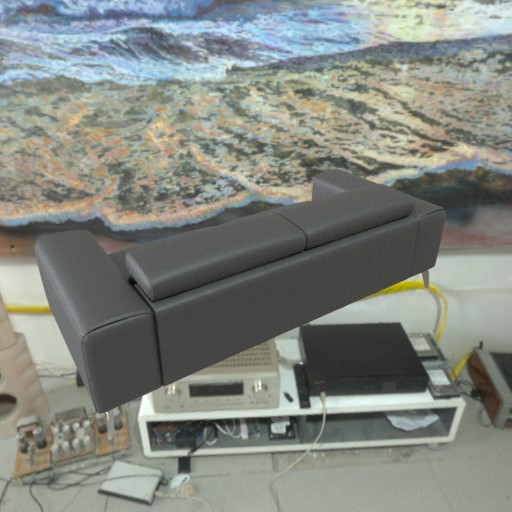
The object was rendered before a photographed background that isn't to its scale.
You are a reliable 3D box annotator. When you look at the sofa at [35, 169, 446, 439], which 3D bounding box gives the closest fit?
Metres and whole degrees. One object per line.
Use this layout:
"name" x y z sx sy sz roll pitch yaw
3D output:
"sofa" 0.000 0.000 2.745 2.321 0.759 1.023 -18 33 -29
